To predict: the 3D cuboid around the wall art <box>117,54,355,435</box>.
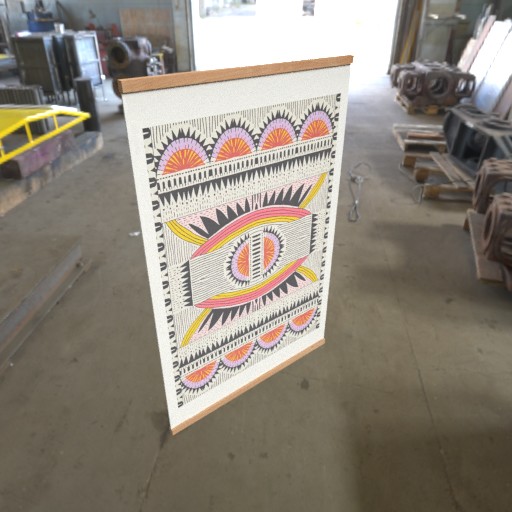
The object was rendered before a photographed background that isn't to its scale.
[{"bbox_3d":[0.000,0.000,1.923,0.999,1.533,0.028,-22,37,-33],"label":"wall art"}]
